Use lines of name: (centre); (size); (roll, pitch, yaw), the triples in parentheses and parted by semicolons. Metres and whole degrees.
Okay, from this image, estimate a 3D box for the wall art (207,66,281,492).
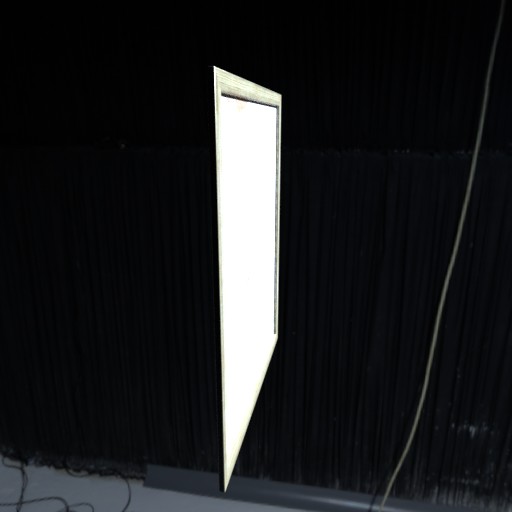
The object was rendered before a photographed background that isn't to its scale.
wall art: (0.000, 0.000, 0.775); (0.009, 0.559, 0.483); (3, 17, 11)
